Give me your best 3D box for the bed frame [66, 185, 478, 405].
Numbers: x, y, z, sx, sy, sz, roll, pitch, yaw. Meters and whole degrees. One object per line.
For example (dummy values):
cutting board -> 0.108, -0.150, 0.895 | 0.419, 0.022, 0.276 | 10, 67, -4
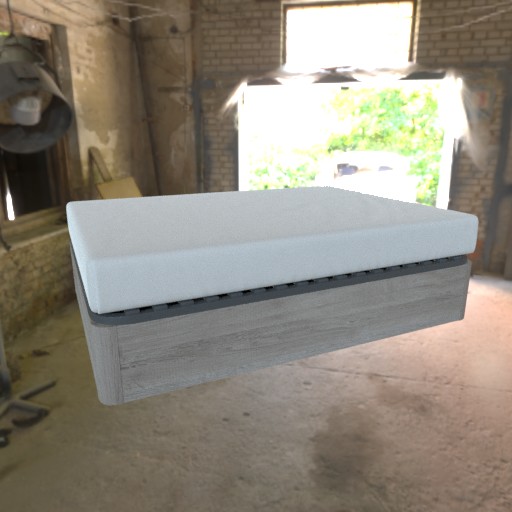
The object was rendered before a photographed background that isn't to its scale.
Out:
bed frame -> 0.000, 0.000, 2.530 | 1.900, 0.561, 1.400 | -7, 18, -24
